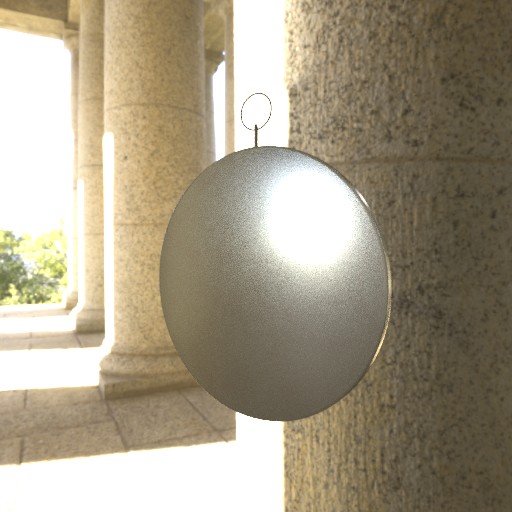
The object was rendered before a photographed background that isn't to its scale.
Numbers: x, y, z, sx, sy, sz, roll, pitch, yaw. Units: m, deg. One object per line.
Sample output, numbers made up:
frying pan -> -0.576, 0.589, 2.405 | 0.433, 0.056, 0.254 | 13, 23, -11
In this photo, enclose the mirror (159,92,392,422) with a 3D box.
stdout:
mirror -> 0.000, 0.000, 0.973 | 0.594, 0.713, 0.020 | 1, 1, 35
